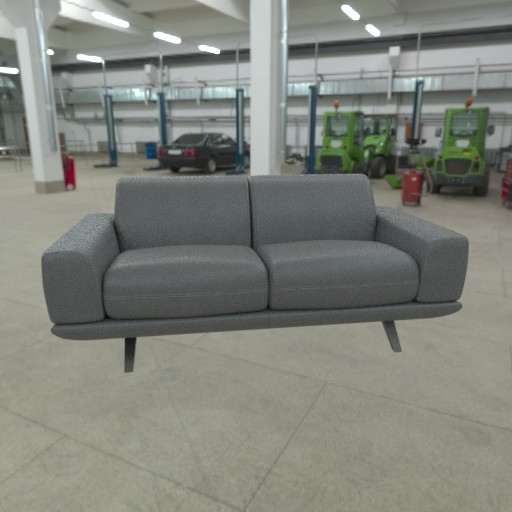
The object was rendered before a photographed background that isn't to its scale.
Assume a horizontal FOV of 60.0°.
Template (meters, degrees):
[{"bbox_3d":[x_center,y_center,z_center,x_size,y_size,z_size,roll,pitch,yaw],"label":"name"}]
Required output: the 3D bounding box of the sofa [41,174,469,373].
[{"bbox_3d":[0.000,0.000,2.351,1.901,0.772,0.900,-2,16,-8],"label":"sofa"}]
